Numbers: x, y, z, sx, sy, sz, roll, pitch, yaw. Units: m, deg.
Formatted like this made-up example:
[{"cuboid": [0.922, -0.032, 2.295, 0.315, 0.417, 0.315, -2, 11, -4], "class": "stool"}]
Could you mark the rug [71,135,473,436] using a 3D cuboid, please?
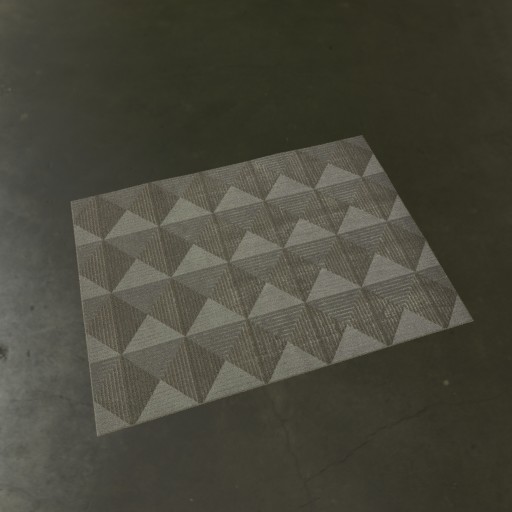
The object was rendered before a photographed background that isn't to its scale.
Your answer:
[{"cuboid": [0.000, 0.000, 4.313, 3.333, 0.027, 2.428, -15, 60, -9], "class": "rug"}]
